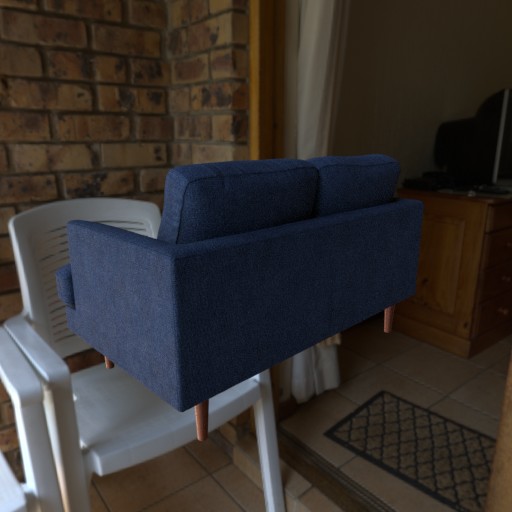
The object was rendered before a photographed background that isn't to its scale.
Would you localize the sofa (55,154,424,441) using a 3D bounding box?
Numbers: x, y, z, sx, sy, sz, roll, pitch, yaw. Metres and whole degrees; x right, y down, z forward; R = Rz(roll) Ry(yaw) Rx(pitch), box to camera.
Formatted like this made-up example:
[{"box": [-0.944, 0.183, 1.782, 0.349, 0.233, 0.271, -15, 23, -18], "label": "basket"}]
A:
[{"box": [0.000, 0.000, 2.124, 1.582, 0.944, 0.903, -14, 21, -42], "label": "sofa"}]
